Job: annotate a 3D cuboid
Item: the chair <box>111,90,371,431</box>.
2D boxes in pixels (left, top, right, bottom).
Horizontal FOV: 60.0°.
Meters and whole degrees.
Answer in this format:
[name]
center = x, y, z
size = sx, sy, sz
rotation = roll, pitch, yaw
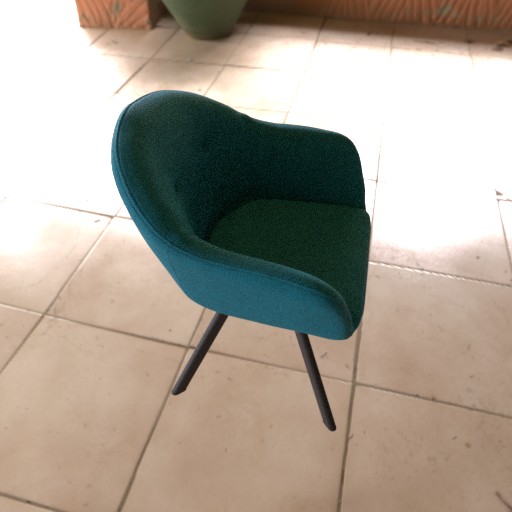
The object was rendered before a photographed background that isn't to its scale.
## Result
[chair]
center = 0.000, 0.000, 1.152
size = 0.565, 0.775, 0.545
rotation = 10, 46, 9
